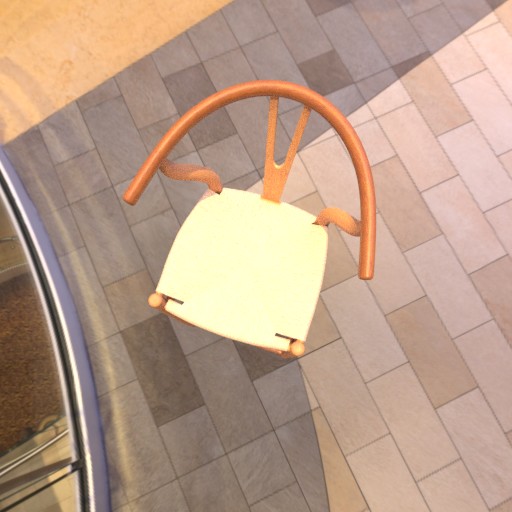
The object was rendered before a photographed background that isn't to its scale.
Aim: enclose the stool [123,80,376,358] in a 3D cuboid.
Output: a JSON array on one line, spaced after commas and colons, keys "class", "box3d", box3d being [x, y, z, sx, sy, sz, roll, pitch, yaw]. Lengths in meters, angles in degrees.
[{"class": "stool", "box3d": [0.000, 0.000, 1.430, 0.574, 1.068, 0.561, 18, 77, 4]}]
